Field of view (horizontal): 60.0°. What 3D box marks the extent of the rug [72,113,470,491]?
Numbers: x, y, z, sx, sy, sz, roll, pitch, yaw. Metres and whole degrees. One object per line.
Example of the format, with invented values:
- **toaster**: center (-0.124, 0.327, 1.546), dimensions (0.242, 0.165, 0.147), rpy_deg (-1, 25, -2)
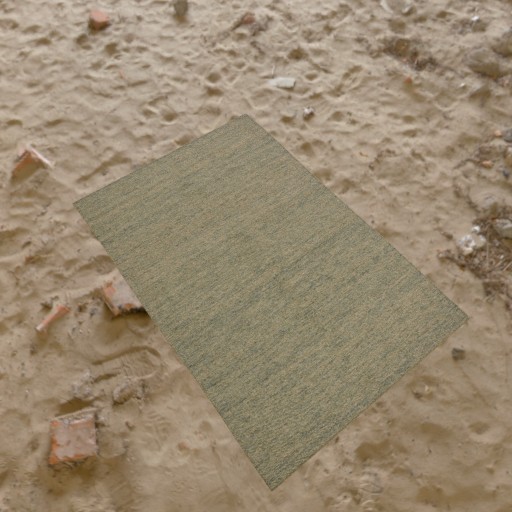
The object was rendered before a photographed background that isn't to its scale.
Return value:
- **rug**: center (0.000, 0.000, 2.921), dimensions (1.547, 0.013, 2.283), rpy_deg (-33, 64, -18)
